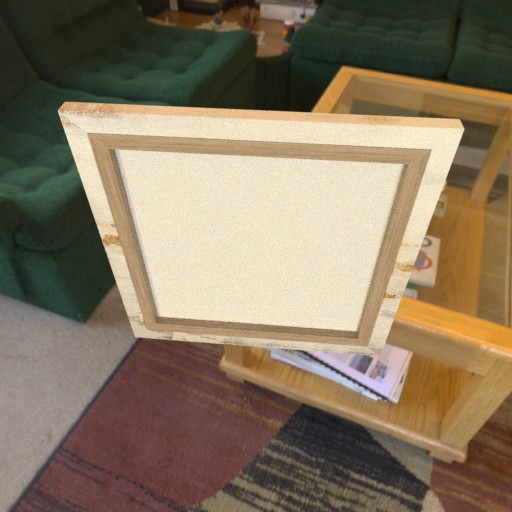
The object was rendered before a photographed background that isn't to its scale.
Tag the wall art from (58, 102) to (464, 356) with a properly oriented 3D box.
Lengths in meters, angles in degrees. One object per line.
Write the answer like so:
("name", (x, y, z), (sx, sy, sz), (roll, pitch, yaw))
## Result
("wall art", (0.000, 0.000, 1.099), (0.753, 0.755, 0.038), (4, 46, 4))
